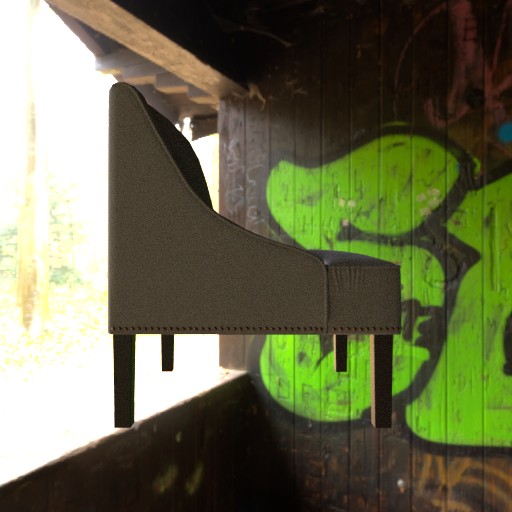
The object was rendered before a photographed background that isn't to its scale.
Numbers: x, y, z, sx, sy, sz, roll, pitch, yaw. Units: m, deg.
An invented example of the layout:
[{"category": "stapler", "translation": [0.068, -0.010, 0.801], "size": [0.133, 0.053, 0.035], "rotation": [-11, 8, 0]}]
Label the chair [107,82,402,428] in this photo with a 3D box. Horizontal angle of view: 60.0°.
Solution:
[{"category": "chair", "translation": [0.000, 0.000, 1.403], "size": [0.747, 0.867, 0.631], "rotation": [0, 0, 0]}]
